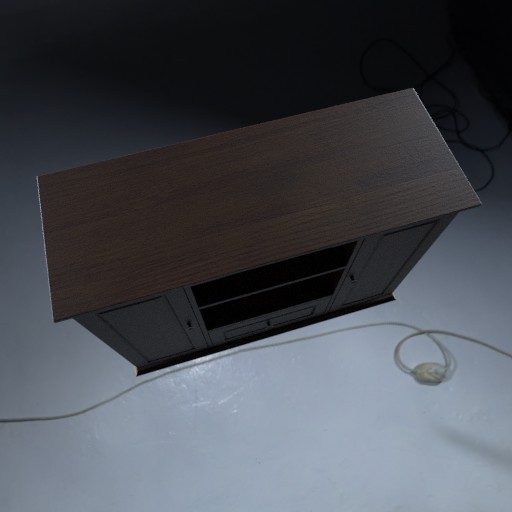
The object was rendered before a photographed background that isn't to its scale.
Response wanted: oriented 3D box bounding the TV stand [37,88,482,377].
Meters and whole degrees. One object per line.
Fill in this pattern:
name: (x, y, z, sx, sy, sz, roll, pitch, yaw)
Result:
TV stand: (0.000, 0.000, 1.503, 1.067, 0.813, 0.406, -15, 66, -7)
